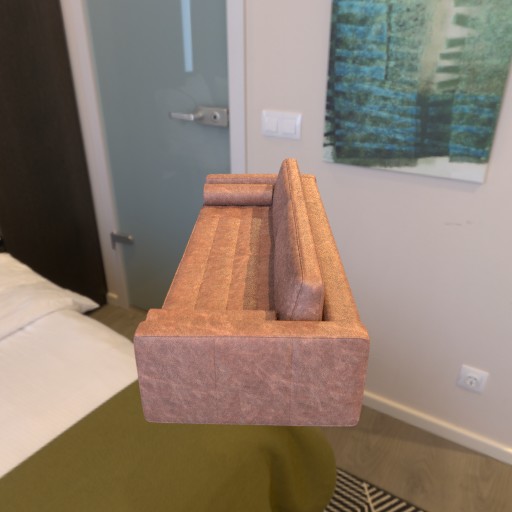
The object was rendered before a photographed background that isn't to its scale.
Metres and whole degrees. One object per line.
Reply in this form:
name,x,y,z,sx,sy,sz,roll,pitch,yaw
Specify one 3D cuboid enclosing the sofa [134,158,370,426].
sofa,0.000,0.000,2.698,0.914,0.762,2.210,1,26,1
